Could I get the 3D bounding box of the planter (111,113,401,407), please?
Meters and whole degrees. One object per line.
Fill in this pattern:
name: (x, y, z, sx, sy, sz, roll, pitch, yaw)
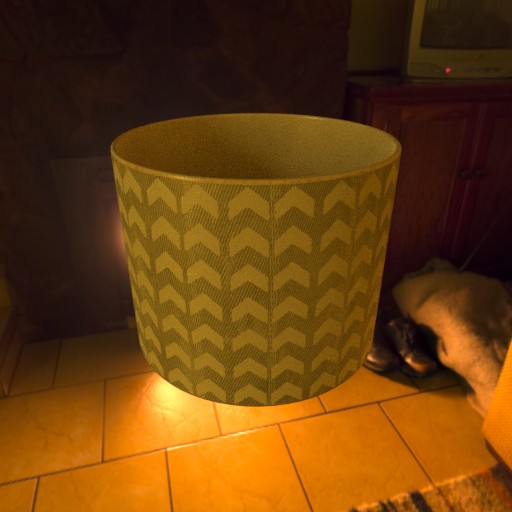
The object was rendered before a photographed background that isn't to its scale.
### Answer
planter: (0.000, 0.000, 0.451, 0.250, 0.239, 0.250, 0, 27, 0)
